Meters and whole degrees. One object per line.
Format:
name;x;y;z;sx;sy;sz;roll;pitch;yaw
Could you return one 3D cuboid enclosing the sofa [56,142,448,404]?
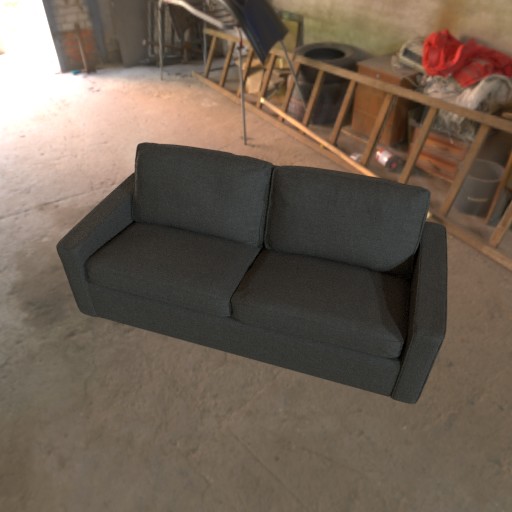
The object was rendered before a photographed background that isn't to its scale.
sofa;0.000;0.000;2.605;2.080;0.919;0.940;12;42;14
